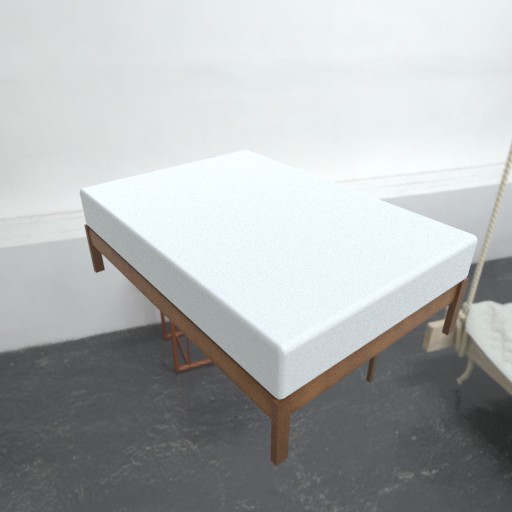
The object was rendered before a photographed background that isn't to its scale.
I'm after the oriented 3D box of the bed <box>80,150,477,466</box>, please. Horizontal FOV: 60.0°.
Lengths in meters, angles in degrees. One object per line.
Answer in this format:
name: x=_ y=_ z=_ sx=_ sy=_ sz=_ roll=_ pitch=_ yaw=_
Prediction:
bed: x=0.000 y=0.000 z=2.660 sx=1.348 sy=0.616 sz=1.927 roll=-22 pitch=37 yaw=-33
